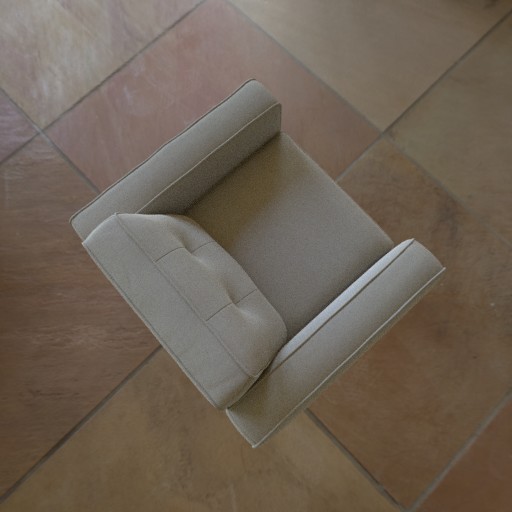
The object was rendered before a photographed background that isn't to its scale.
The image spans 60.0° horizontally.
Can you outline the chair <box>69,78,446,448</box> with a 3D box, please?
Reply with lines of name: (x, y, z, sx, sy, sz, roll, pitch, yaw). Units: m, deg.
chair: (0.000, 0.000, 1.806, 0.953, 0.779, 1.115, -41, 80, -9)
